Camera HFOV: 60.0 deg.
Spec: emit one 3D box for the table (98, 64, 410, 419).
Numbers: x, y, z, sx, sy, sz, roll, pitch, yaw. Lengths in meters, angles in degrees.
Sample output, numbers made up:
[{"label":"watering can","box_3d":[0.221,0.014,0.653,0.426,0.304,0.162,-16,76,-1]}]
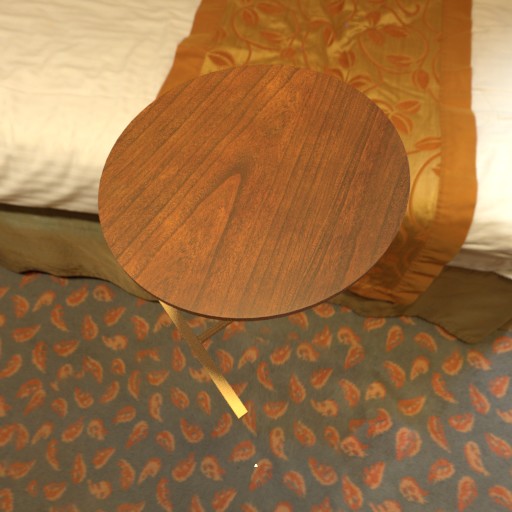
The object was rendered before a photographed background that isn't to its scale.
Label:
[{"label":"table","box_3d":[0.000,0.000,1.124,0.577,0.706,0.530,-34,69,-15]}]
